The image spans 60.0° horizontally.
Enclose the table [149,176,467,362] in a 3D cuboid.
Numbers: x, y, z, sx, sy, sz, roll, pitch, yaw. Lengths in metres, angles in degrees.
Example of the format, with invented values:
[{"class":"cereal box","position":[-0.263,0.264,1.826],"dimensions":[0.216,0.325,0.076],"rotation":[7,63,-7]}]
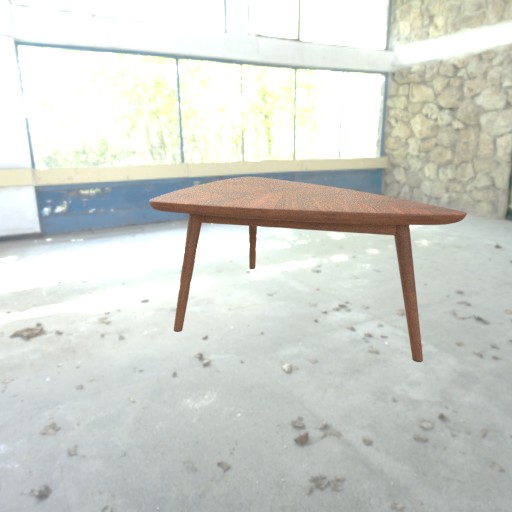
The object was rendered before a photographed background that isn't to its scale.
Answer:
[{"class":"table","position":[0.000,0.000,1.293],"dimensions":[0.601,0.365,1.008],"rotation":[-8,17,-27]}]
